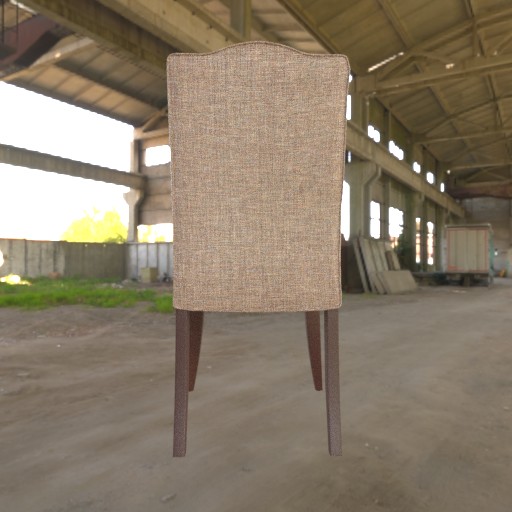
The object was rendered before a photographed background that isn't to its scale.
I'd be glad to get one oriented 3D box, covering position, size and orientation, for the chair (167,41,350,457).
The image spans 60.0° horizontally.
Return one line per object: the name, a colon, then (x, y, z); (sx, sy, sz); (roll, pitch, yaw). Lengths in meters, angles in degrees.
chair: (0.000, 0.000, 1.361); (0.513, 1.016, 0.660); (0, 0, -1)
